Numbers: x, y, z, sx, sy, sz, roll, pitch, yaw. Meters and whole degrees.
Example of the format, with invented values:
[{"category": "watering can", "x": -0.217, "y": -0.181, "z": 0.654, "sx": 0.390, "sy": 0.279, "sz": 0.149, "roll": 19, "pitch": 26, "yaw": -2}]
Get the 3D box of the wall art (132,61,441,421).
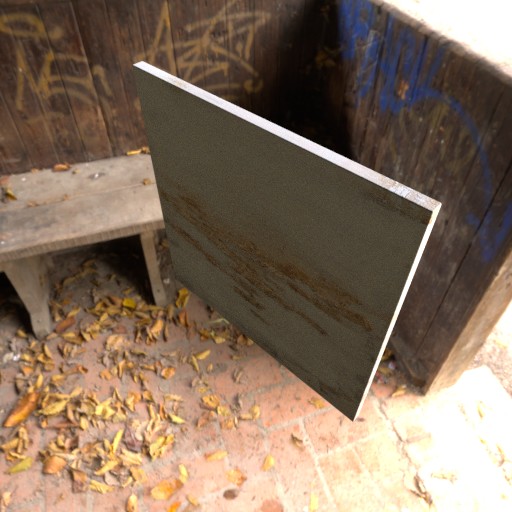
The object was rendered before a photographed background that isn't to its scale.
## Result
[{"category": "wall art", "x": 0.000, "y": 0.000, "z": 1.512, "sx": 1.015, "sy": 1.018, "sz": 0.040, "roll": 34, "pitch": 55, "yaw": 28}]
